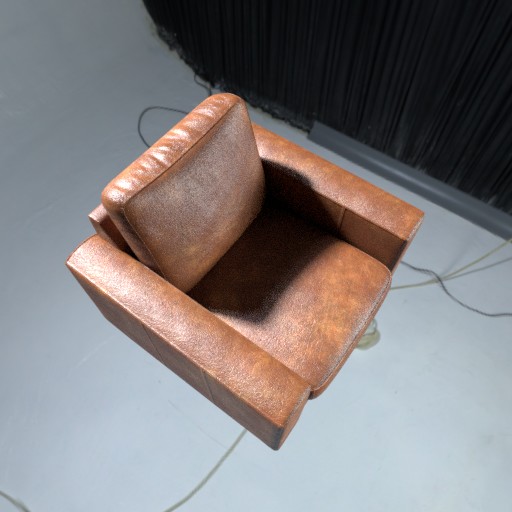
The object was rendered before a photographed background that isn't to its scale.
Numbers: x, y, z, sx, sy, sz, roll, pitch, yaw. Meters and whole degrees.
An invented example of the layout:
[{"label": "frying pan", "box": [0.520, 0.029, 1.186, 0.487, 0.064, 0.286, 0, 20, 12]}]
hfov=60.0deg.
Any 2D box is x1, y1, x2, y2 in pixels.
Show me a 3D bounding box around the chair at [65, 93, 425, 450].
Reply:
[{"label": "chair", "box": [0.000, 0.000, 1.774, 1.016, 0.873, 1.005, 32, 65, 17]}]
